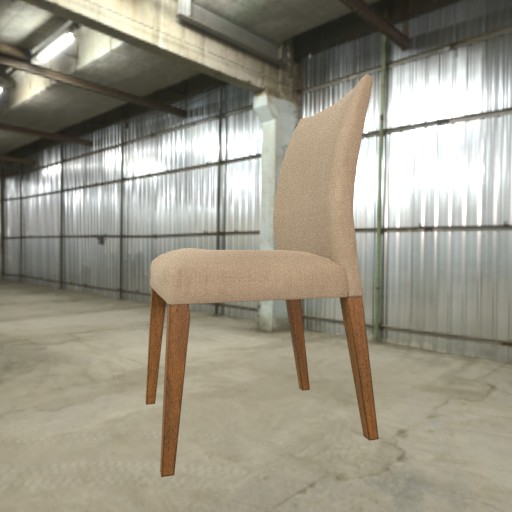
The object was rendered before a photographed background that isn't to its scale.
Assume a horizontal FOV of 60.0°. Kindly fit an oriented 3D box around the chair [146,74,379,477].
[{"bbox_3d":[0.000,0.000,1.270,0.585,0.940,0.496,0,1,-18],"label":"chair"}]
